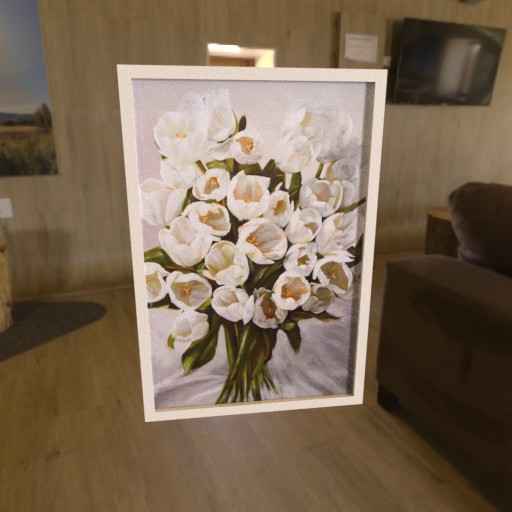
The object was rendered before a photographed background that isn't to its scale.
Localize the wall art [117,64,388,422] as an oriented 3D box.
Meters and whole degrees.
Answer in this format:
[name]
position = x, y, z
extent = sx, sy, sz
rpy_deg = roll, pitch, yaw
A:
[wall art]
position = 0.000, 0.000, 0.838
extent = 0.450, 0.657, 0.038
rpy_deg = -2, 16, -7
